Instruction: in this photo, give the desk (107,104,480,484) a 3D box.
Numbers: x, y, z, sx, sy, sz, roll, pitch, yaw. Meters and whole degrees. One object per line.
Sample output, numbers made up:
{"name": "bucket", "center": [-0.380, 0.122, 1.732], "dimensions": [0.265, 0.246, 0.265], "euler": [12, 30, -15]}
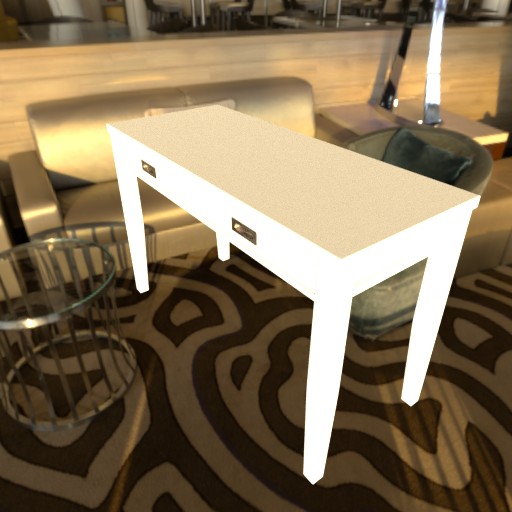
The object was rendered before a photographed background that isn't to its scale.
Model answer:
{"name": "desk", "center": [0.000, 0.000, 1.609], "dimensions": [0.508, 0.775, 1.220], "euler": [-22, 38, -31]}
